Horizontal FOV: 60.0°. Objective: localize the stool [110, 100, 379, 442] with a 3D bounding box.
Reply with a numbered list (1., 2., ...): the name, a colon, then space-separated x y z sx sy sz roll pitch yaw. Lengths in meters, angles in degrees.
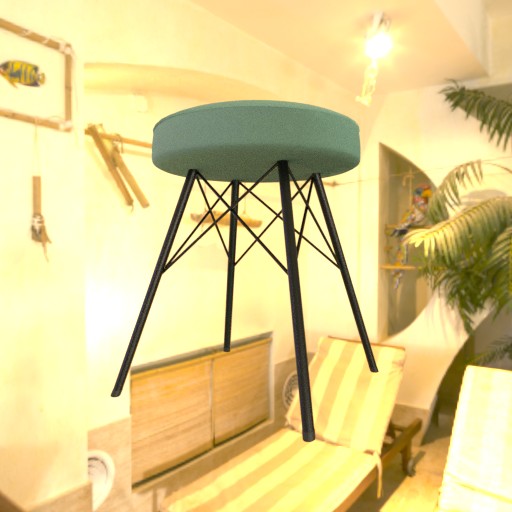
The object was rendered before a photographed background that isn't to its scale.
1. stool: 0.000 0.000 0.896 0.457 0.519 0.458 1 2 37
